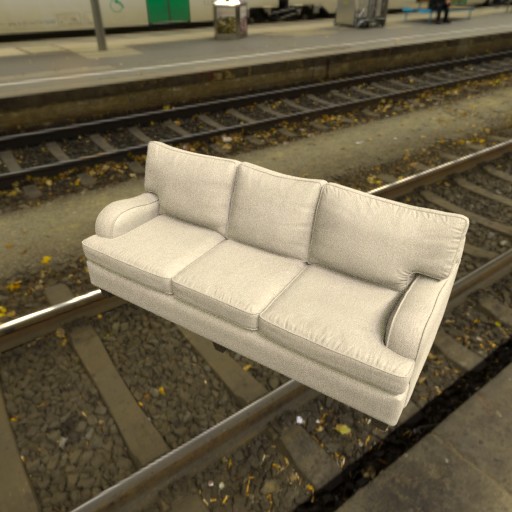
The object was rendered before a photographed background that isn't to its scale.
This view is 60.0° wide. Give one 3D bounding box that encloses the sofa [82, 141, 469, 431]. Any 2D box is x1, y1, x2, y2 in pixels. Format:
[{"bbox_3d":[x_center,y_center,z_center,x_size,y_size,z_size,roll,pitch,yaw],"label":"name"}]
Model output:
[{"bbox_3d":[0.000,0.000,2.903,2.323,0.991,1.016,19,37,27],"label":"sofa"}]
